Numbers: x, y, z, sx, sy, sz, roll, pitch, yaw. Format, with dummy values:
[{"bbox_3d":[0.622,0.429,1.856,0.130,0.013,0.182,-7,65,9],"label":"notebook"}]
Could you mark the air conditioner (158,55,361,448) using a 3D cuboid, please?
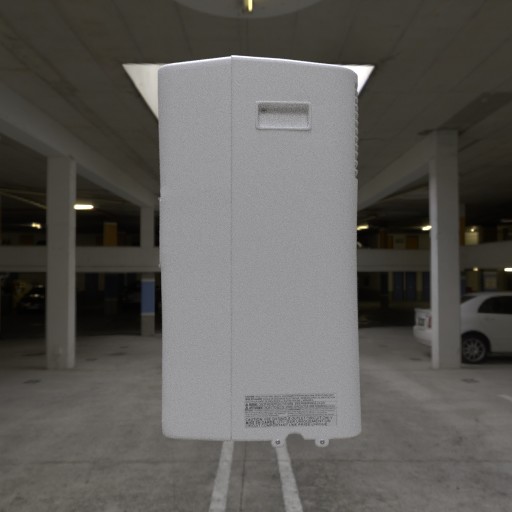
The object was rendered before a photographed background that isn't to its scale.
[{"bbox_3d":[0.000,0.000,0.817,0.349,0.606,0.304,0,-1,0],"label":"air conditioner"}]
